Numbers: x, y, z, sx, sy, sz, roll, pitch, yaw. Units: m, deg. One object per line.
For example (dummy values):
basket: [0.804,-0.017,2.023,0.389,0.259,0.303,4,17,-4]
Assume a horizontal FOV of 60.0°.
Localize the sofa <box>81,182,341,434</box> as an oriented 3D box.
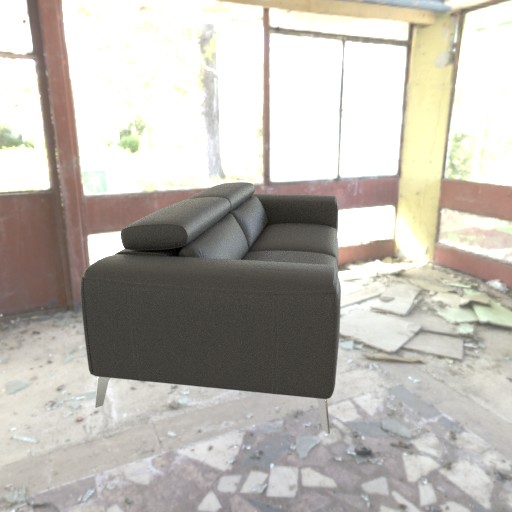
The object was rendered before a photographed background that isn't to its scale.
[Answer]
sofa: [0.000,0.000,2.775,1.023,0.759,2.321,3,16,10]
